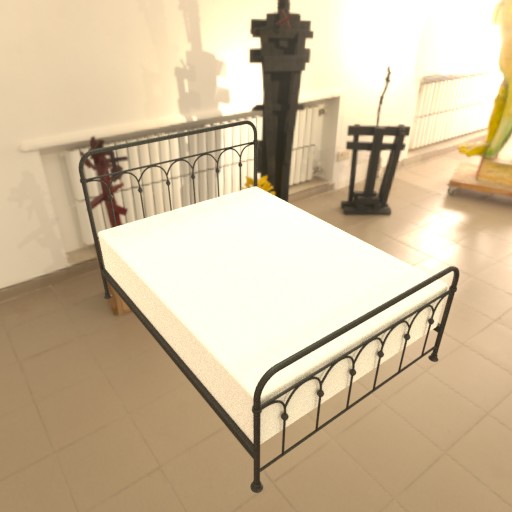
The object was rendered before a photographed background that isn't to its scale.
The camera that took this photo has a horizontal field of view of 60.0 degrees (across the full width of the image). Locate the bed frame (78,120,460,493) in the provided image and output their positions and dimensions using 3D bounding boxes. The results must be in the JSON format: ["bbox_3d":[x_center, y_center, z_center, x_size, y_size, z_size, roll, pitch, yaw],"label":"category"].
[{"bbox_3d":[0.000,0.000,3.184,1.664,1.276,2.203,-21,37,-31],"label":"bed frame"}]
